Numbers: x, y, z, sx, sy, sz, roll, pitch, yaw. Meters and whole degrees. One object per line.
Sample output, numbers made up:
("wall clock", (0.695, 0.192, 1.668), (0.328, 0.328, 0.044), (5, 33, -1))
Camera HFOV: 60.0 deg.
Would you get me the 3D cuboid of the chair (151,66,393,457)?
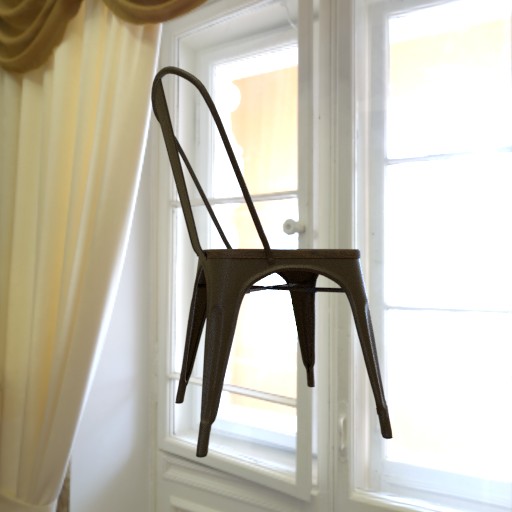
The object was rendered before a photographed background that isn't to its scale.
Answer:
("chair", (0.000, 0.000, 1.162), (0.532, 0.844, 0.451), (0, 0, -17))
